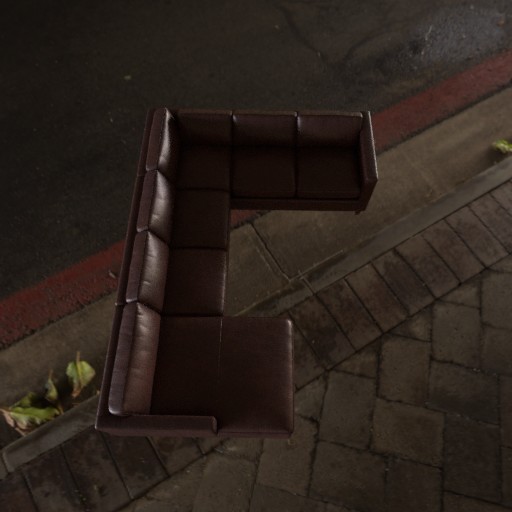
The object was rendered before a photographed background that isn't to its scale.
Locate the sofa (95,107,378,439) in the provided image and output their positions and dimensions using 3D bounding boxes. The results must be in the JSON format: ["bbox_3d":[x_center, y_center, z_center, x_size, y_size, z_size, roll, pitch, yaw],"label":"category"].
[{"bbox_3d":[0.000,0.000,4.408,2.452,0.891,3.324,1,64,0],"label":"sofa"}]
